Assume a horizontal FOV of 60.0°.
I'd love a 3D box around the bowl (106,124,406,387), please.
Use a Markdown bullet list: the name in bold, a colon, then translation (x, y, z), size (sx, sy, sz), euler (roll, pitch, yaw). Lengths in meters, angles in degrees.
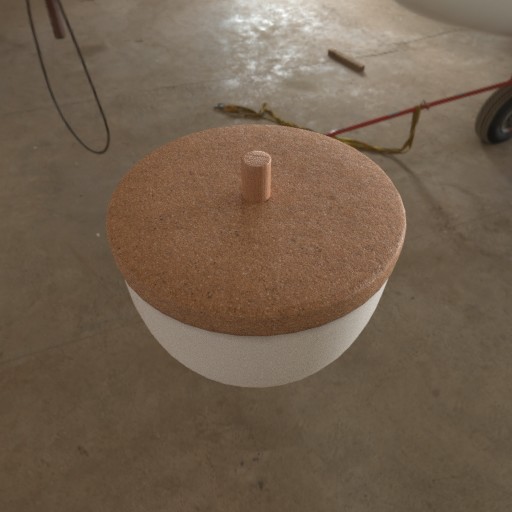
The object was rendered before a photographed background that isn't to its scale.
- **bowl**: translation (0.000, 0.000, 0.215), size (0.126, 0.110, 0.126), euler (0, 46, 0)
